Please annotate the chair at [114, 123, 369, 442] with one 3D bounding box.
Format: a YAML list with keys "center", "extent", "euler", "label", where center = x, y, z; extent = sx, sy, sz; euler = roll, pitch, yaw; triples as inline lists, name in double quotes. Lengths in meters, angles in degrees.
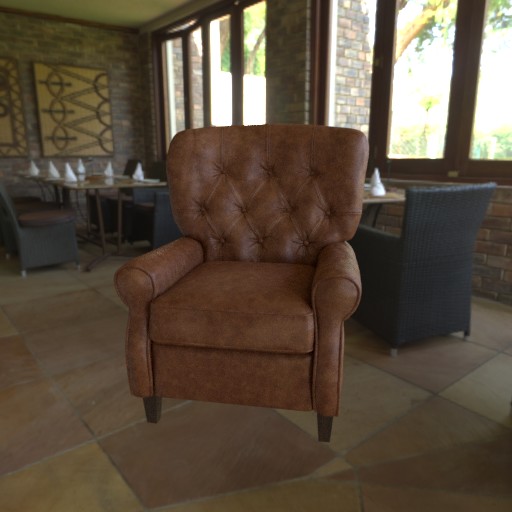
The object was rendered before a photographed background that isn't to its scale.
- center: [0.000, 0.000, 1.953]
  extent: [0.951, 1.164, 1.059]
  euler: [2, 14, 10]
  label: "chair"
